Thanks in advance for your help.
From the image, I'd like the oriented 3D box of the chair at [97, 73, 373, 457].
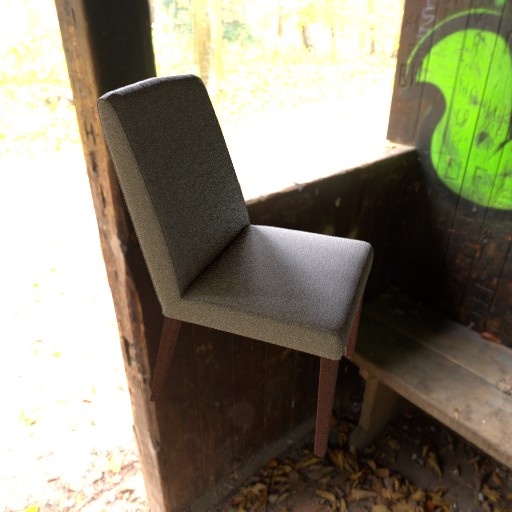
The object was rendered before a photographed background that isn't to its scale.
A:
[{"bbox_3d":[0.000,0.000,1.232,0.594,0.900,0.480,11,31,18],"label":"chair"}]
